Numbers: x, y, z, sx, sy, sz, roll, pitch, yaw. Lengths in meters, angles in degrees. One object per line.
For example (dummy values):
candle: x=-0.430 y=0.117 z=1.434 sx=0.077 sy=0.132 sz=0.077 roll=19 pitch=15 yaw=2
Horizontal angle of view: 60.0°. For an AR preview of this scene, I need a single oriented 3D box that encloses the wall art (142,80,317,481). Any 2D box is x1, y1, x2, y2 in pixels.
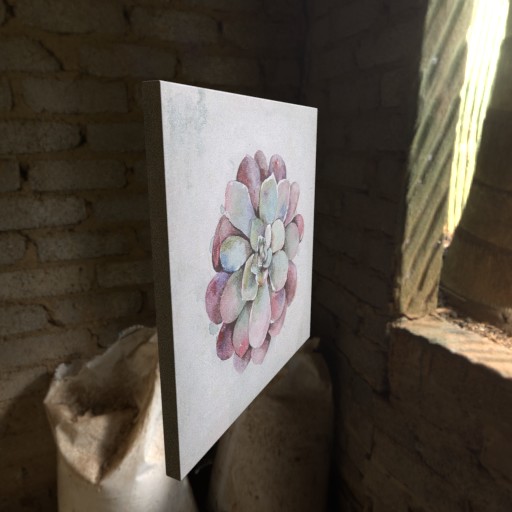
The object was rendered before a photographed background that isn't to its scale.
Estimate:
wall art: x=0.000 y=0.000 z=1.138 sx=0.041 sy=0.762 sz=0.762 roll=7 pitch=17 yaw=26
